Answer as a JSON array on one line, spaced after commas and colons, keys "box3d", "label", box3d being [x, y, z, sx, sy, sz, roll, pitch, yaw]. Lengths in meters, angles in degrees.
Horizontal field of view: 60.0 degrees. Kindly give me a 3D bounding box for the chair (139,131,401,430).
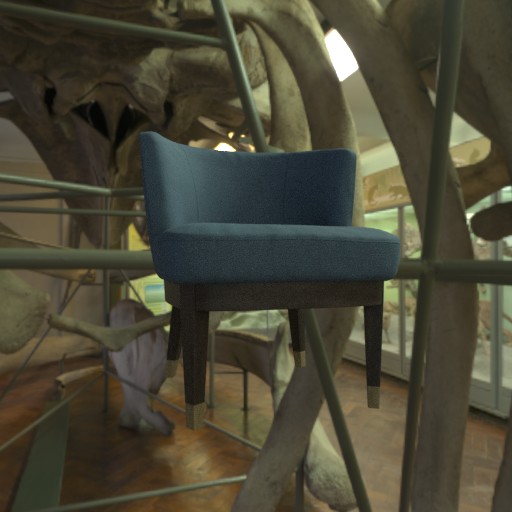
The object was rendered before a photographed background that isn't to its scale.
[{"box3d": [0.000, 0.000, 1.291, 0.661, 0.760, 0.702, 0, -1, -18], "label": "chair"}]
